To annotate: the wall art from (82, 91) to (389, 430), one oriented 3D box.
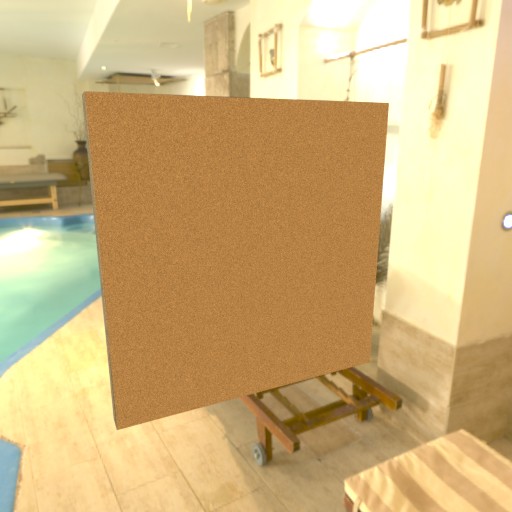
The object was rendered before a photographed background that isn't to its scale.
[{"bbox_3d":[0.000,0.000,1.120,0.749,0.751,0.050,-7,17,-25],"label":"wall art"}]
